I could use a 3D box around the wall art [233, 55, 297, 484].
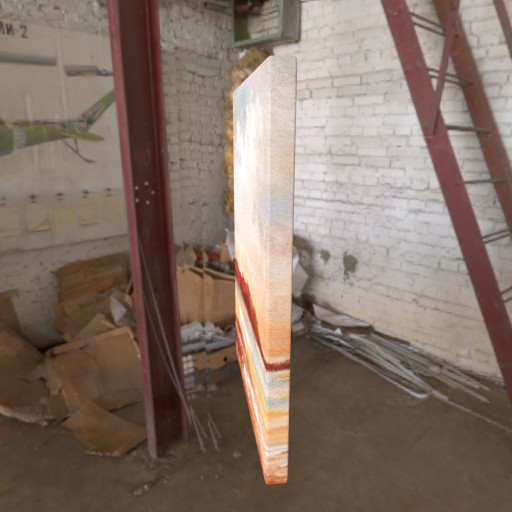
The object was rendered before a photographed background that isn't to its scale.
[{"bbox_3d":[0.000,0.000,0.810,0.035,0.605,0.443,-2,15,-8],"label":"wall art"}]
